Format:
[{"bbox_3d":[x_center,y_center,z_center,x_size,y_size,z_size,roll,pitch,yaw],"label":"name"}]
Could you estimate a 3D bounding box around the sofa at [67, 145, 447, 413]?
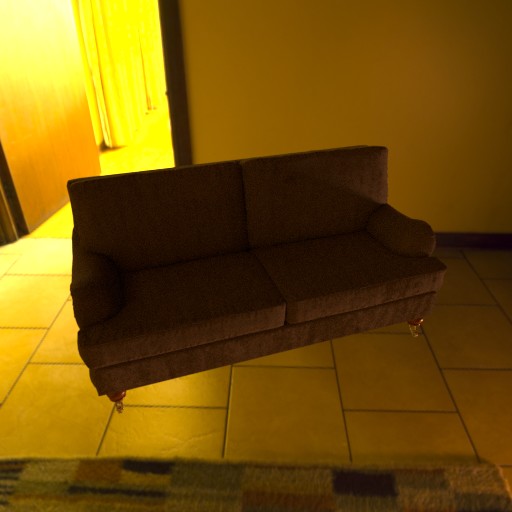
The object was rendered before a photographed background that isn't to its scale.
[{"bbox_3d":[0.000,0.000,2.804,2.165,1.087,1.086,-10,34,-16],"label":"sofa"}]
